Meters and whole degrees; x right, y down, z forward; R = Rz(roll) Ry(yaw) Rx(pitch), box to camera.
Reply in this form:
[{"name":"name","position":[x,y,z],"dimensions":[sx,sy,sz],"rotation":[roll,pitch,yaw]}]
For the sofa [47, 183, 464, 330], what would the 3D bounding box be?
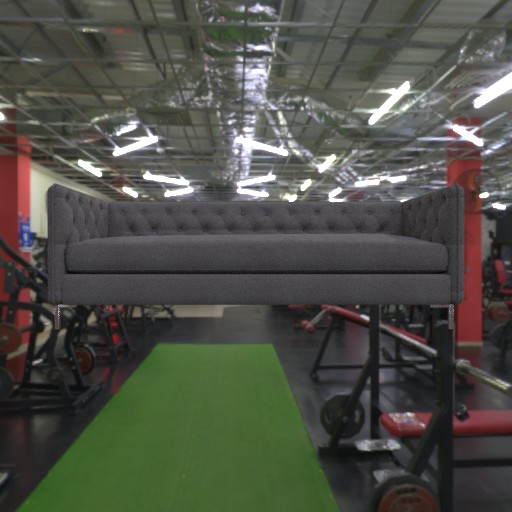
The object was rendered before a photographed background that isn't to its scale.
[{"name":"sofa","position":[0.000,0.000,2.723],"dimensions":[2.209,0.771,0.895],"rotation":[0,1,0]}]
